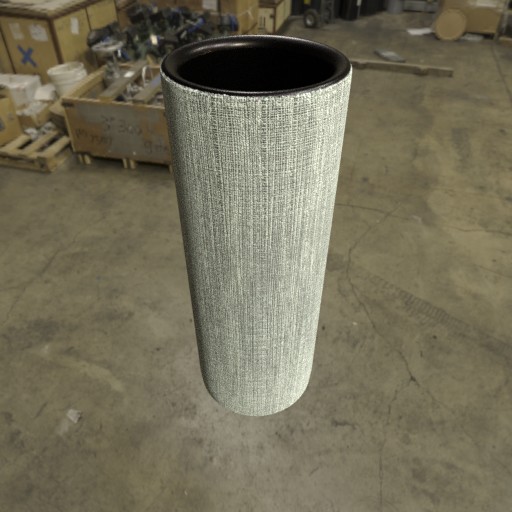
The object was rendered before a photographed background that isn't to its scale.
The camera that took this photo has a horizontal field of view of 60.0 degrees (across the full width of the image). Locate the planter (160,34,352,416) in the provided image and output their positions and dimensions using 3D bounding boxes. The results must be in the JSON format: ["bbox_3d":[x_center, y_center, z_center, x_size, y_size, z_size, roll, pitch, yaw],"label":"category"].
[{"bbox_3d":[0.000,0.000,0.319,0.100,0.270,0.100,10,42,12],"label":"planter"}]
